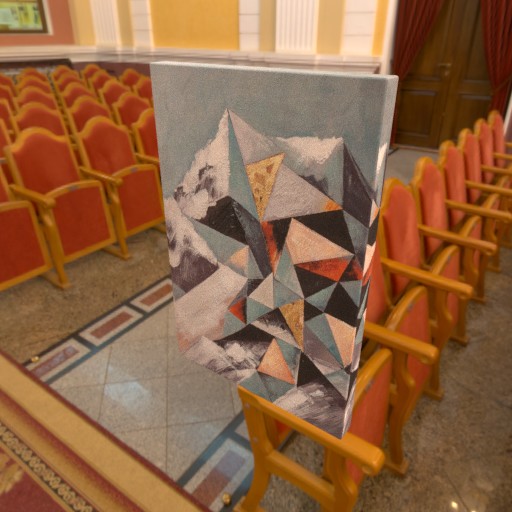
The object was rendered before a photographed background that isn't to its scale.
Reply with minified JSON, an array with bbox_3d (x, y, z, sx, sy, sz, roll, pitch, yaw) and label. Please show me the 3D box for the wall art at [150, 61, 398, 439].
[{"bbox_3d":[0.000,0.000,1.163,0.609,0.911,0.061,19,33,31],"label":"wall art"}]
